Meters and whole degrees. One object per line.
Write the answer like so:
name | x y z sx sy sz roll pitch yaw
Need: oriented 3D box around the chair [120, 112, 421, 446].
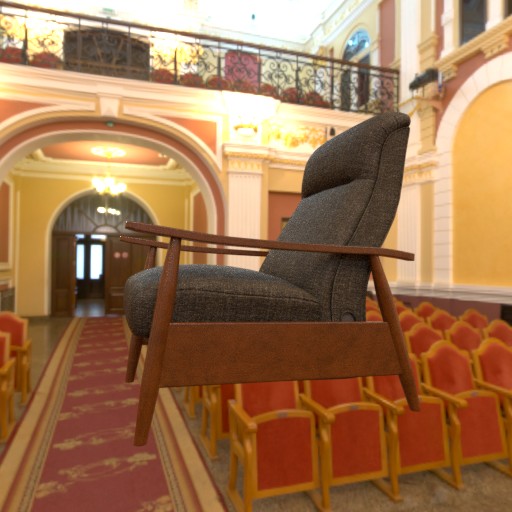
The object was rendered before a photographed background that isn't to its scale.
chair | 0.000 0.000 1.744 1.014 1.082 0.762 0 -1 -18
